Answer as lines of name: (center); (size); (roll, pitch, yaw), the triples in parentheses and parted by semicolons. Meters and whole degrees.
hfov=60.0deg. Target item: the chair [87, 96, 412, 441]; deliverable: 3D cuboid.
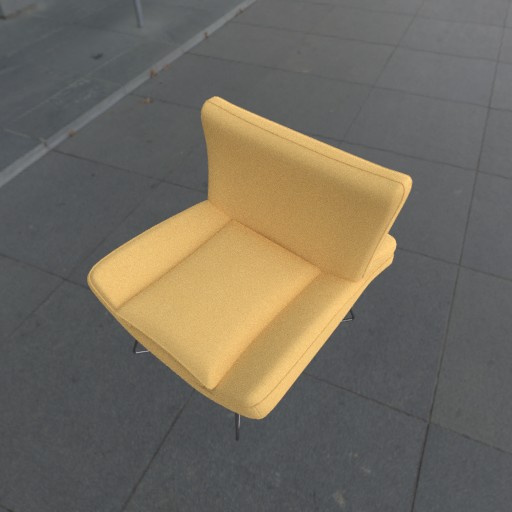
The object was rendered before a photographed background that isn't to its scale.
chair: (0.000, 0.000, 1.710); (0.859, 0.855, 1.008); (31, 54, 26)
